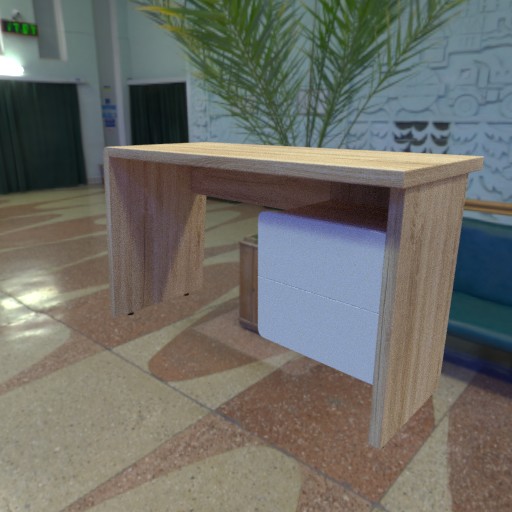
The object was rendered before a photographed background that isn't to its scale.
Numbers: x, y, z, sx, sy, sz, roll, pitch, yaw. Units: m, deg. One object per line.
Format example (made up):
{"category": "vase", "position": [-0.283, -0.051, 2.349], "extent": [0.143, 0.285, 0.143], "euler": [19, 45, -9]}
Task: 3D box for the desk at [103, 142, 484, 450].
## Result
{"category": "desk", "position": [0.000, 0.000, 1.612], "extent": [1.300, 0.750, 0.500], "euler": [15, 23, 41]}
